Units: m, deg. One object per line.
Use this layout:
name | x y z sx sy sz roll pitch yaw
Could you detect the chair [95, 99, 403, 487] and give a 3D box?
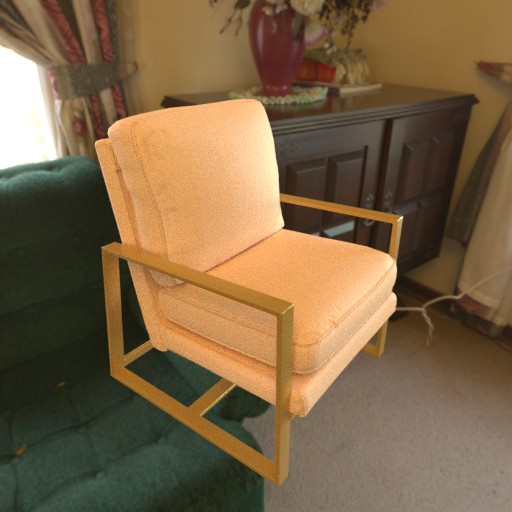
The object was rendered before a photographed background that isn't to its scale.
chair | 0.000 0.000 1.520 0.813 0.956 0.758 19 32 33
